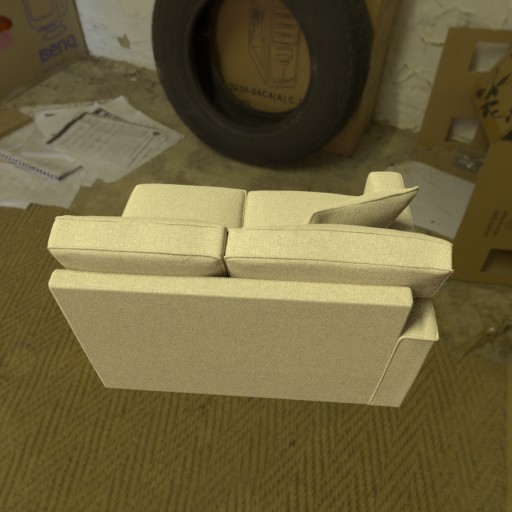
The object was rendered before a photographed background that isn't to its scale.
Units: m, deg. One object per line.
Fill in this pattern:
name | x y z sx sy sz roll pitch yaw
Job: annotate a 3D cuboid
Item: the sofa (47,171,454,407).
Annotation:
sofa | 0.000 0.000 2.027 1.388 0.989 0.991 3 47 3
